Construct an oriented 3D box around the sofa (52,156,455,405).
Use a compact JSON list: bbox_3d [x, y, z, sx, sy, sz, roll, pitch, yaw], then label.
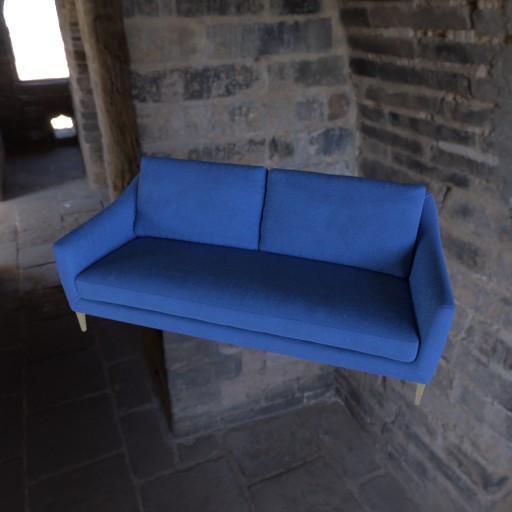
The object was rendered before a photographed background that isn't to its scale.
[{"bbox_3d":[0.000,0.000,2.565,2.036,0.903,0.960,9,29,15],"label":"sofa"}]
